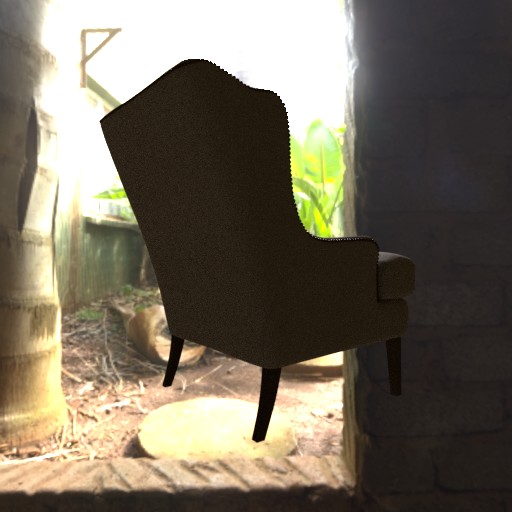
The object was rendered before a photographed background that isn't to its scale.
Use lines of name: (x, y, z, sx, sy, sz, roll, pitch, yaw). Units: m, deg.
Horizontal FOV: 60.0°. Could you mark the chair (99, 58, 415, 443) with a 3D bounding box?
chair: (0.000, 0.000, 1.615, 0.940, 1.029, 0.737, -1, 2, -37)
